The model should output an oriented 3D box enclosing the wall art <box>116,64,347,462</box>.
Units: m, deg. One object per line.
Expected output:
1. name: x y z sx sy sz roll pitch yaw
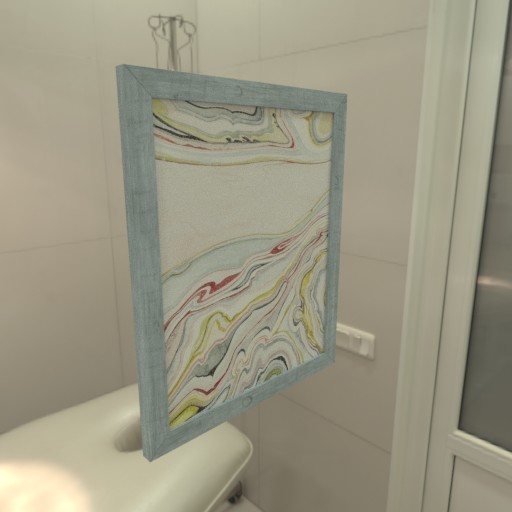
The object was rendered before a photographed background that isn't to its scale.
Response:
1. wall art: 0.000 0.000 0.793 0.479 0.582 0.022 -13 19 -42
